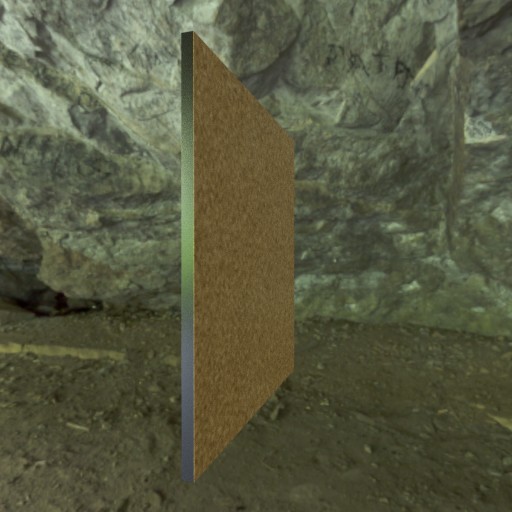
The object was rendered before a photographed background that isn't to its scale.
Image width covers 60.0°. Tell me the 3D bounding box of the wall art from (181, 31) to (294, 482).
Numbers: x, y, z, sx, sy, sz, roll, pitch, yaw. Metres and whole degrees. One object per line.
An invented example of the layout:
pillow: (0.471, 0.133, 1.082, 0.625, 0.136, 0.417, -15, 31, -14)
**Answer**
wall art: (0.000, 0.000, 0.650, 0.014, 0.445, 0.446, 0, 0, 18)
